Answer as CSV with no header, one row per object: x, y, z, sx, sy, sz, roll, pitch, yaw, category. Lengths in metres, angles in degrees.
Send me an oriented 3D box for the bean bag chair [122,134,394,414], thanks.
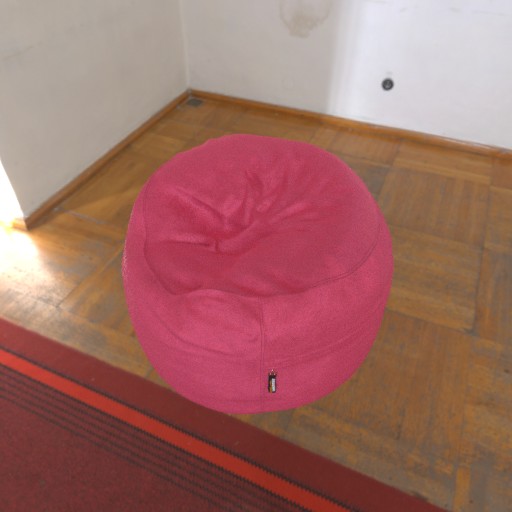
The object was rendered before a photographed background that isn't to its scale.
0.000,0.000,2.040,1.218,0.788,1.218,0,45,0,bean bag chair
